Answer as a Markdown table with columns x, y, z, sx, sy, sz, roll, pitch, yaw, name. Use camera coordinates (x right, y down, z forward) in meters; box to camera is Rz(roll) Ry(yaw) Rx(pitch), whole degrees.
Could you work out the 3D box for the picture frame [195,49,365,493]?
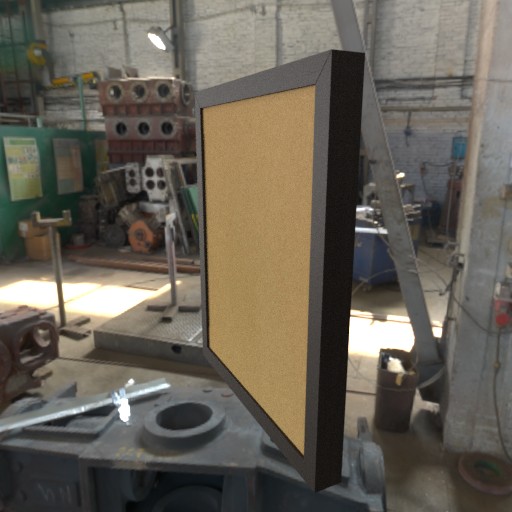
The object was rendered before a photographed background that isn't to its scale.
| x | y | z | sx | sy | sz | roll | pitch | yaw | name |
| --- | --- | --- | --- | --- | --- | --- | --- | --- | --- |
| 0.000 | 0.000 | 0.739 | 0.044 | 0.555 | 0.452 | -7 | 16 | -25 | picture frame |
